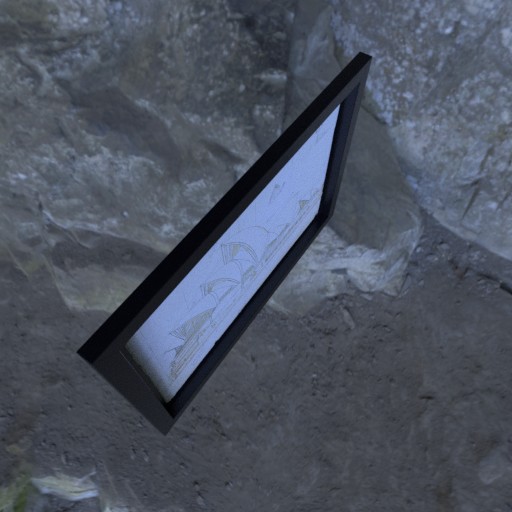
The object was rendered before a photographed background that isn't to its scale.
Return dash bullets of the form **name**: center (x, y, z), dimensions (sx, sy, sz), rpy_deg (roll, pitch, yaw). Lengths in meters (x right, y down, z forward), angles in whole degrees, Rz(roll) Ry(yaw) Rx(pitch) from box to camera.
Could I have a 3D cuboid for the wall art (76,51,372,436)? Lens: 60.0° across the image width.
- **wall art**: center (0.000, 0.000, 0.819), dimensions (0.027, 0.458, 0.657), rpy_deg (31, 64, 17)
